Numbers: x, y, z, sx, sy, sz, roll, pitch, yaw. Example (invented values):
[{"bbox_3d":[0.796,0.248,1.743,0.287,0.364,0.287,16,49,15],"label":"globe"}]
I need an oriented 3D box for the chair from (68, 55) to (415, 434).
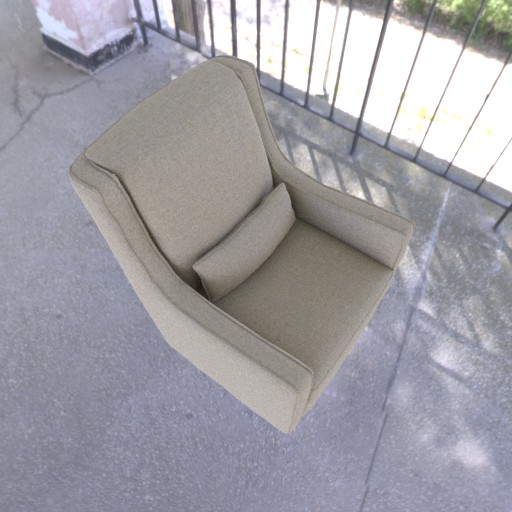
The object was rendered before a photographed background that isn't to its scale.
[{"bbox_3d":[0.000,0.000,1.590,0.879,0.993,0.732,32,63,19],"label":"chair"}]
